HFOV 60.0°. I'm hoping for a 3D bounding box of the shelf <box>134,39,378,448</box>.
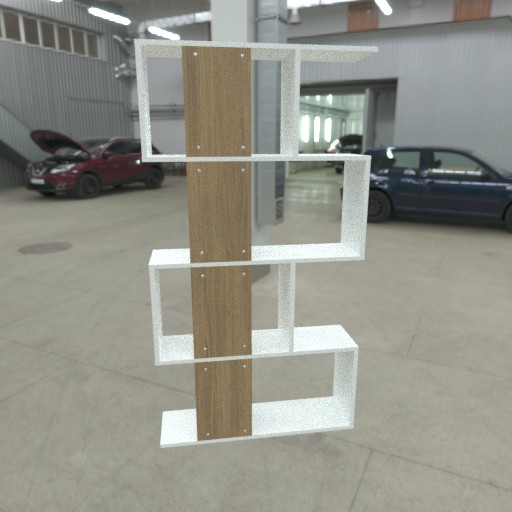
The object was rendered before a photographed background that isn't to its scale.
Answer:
[{"bbox_3d":[0.000,0.000,1.923,0.890,1.650,0.250,-2,15,-9],"label":"shelf"}]
